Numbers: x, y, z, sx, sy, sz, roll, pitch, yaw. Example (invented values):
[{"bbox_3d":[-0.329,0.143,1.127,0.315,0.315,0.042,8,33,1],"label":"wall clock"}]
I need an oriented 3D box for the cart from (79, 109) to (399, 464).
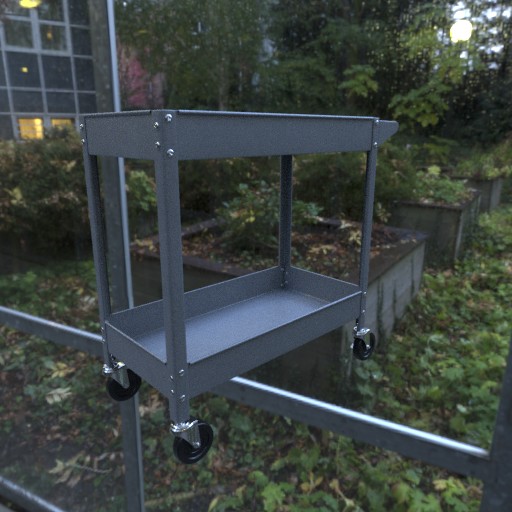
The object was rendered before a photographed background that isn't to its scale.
[{"bbox_3d":[0.000,0.000,1.198,0.779,0.719,0.366,-14,21,-41],"label":"cart"}]
